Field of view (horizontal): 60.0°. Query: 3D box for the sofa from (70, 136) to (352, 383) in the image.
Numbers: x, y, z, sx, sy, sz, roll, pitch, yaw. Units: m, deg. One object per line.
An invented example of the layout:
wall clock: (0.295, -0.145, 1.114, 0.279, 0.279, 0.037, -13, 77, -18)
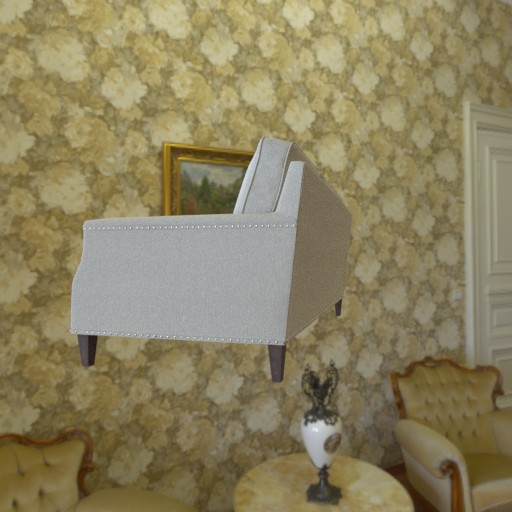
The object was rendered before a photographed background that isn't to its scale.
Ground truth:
sofa: (0.000, 0.000, 2.882, 1.084, 1.003, 2.246, 0, 0, 17)
